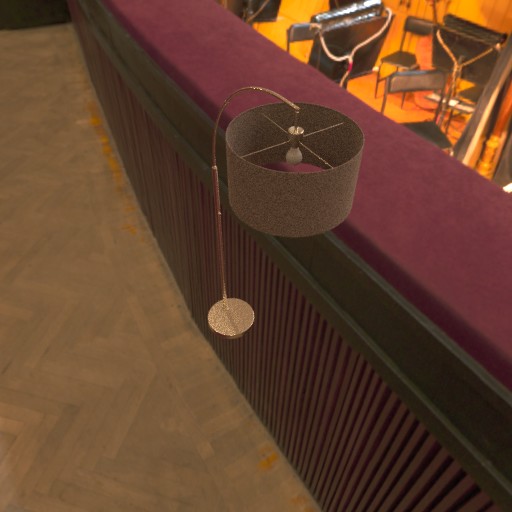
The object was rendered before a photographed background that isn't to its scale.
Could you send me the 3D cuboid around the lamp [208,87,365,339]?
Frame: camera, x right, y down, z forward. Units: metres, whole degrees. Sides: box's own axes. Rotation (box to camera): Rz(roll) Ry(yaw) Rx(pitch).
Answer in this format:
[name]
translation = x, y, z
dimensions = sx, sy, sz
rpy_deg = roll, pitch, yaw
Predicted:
[lamp]
translation = 0.000, 0.000, 2.146
dimensions = 0.452, 1.735, 0.934
rpy_deg = -24, 50, -22
